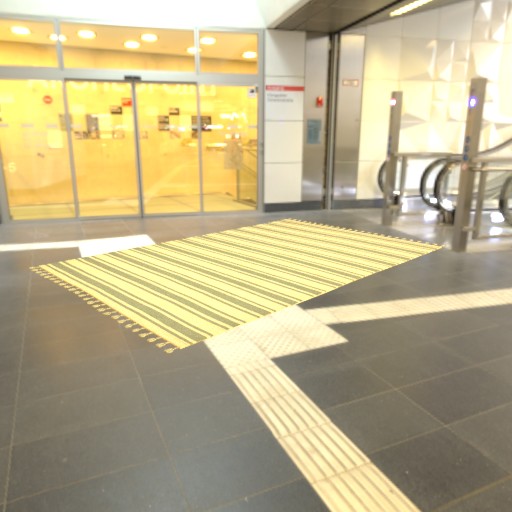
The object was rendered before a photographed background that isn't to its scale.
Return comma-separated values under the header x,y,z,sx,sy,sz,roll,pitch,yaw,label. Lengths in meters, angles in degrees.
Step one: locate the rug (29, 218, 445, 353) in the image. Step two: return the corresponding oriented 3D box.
x,y,z,sx,sy,sz,roll,pitch,yaw,label
0.000,0.000,2.991,2.410,0.011,1.539,-14,21,-42,rug
